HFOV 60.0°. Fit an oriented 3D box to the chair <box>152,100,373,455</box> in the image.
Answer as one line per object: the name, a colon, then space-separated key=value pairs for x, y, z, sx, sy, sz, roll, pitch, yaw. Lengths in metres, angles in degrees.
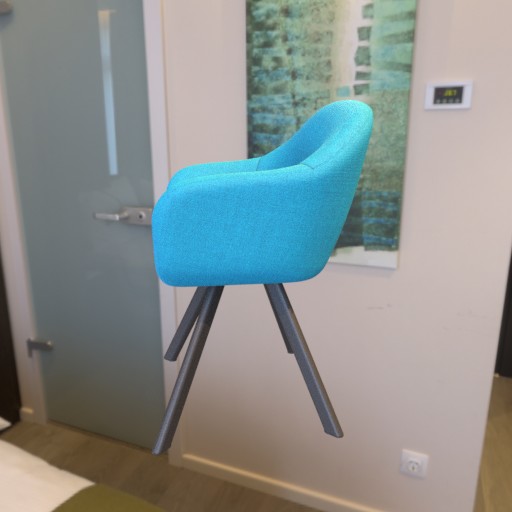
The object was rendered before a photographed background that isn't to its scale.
chair: x=0.000 y=0.000 z=1.187 sx=0.550 sy=0.795 sz=0.590 roll=-2 pitch=14 yaw=-8
